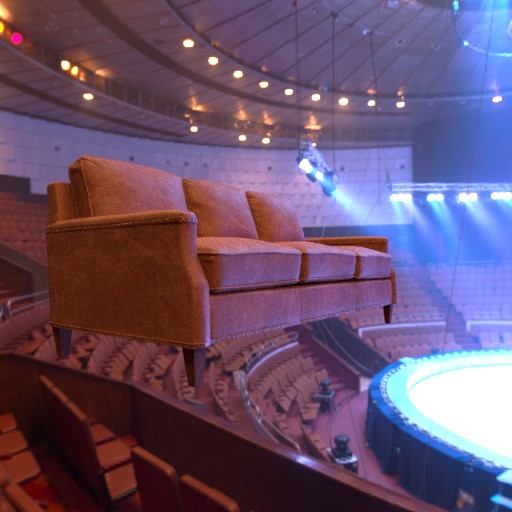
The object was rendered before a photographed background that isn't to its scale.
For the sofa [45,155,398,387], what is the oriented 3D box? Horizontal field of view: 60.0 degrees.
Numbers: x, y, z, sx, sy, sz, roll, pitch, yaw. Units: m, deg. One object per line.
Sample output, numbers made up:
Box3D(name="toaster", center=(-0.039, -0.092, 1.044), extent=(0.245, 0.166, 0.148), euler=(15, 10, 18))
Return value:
Box3D(name="sofa", center=(0.000, 0.000, 2.791), extent=(1.084, 1.003, 2.246), euler=(-1, -1, 36))
